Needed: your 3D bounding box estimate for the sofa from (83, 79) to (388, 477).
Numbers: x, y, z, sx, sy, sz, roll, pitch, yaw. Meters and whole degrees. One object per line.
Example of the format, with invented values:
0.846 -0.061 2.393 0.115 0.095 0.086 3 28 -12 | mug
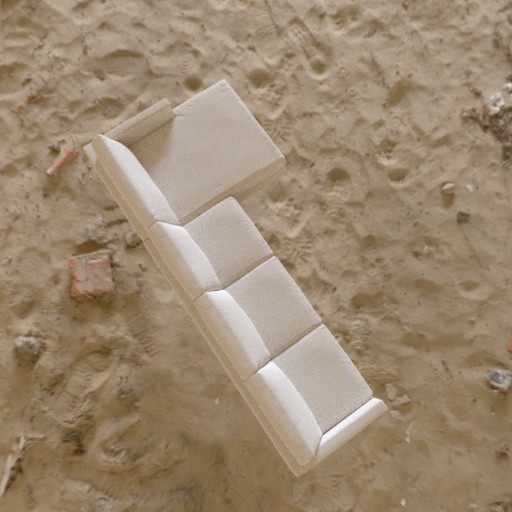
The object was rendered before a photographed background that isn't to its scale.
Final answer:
0.000 0.000 4.173 1.606 0.954 3.471 -34 79 -7 | sofa
